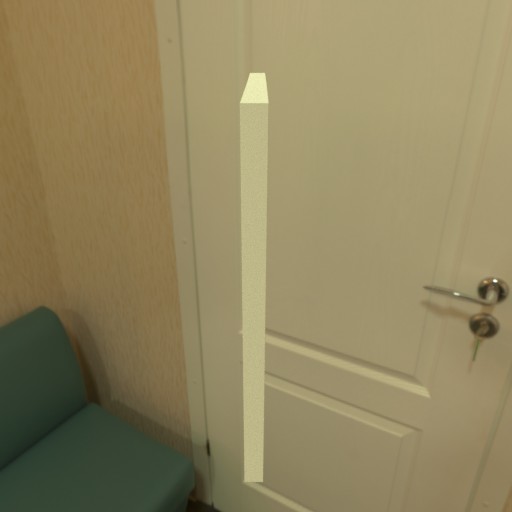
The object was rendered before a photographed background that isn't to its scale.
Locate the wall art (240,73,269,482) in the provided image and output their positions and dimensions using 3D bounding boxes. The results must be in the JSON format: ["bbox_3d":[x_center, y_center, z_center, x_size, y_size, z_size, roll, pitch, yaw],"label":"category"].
[{"bbox_3d":[0.000,0.000,0.753,0.030,0.549,0.443,0,26,1],"label":"wall art"}]
